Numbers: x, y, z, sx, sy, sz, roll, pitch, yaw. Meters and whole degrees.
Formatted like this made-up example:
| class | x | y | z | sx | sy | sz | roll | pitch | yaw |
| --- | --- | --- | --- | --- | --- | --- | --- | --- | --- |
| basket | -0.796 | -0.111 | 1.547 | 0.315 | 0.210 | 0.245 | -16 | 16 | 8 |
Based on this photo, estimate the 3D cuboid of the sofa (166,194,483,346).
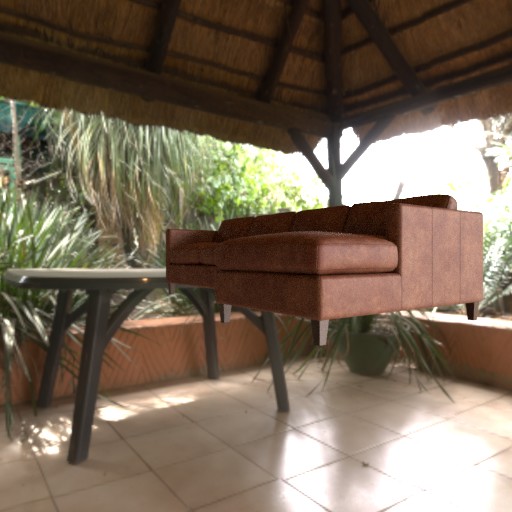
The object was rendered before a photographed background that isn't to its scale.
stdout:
| class | x | y | z | sx | sy | sz | roll | pitch | yaw |
| --- | --- | --- | --- | --- | --- | --- | --- | --- | --- |
| sofa | 0.000 | 0.000 | 3.891 | 1.581 | 0.883 | 3.203 | 0 | 0 | -36 |
